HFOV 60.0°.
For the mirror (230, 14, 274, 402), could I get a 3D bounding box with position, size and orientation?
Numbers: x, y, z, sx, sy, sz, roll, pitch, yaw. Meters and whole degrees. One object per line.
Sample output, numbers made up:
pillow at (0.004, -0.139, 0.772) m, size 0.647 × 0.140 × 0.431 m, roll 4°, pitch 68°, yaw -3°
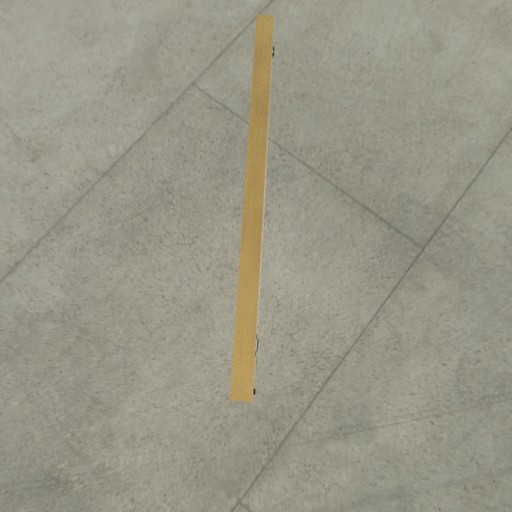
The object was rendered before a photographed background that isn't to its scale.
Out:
mirror at (0.000, 0.000, 1.309) m, size 0.041 × 1.016 × 0.762 m, roll 3°, pitch 75°, yaw 1°
